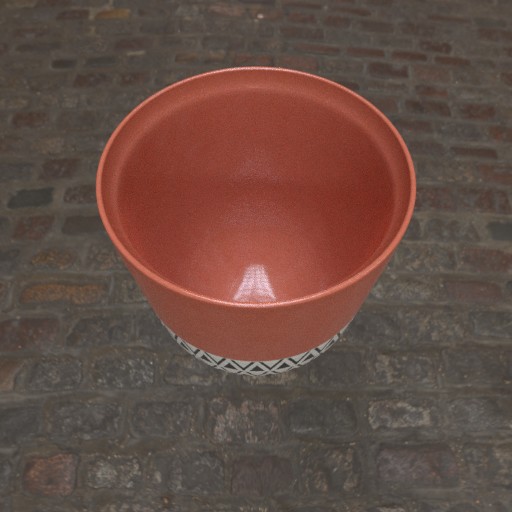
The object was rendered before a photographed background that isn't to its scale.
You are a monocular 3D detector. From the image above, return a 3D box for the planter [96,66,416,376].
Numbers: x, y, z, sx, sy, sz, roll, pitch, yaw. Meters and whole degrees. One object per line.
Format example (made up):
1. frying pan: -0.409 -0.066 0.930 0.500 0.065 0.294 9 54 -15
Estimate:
1. planter: 0.000 0.000 0.364 0.195 0.214 0.195 0 58 0
